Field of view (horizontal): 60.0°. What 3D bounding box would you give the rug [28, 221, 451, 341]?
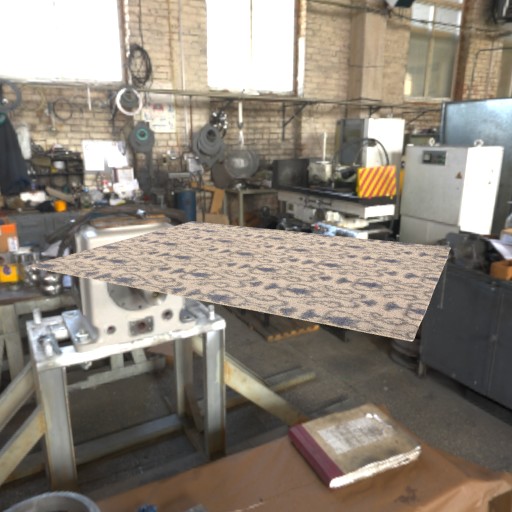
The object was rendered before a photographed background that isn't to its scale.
[{"bbox_3d":[0.000,0.000,4.169,3.205,0.015,2.437,8,16,26],"label":"rug"}]
